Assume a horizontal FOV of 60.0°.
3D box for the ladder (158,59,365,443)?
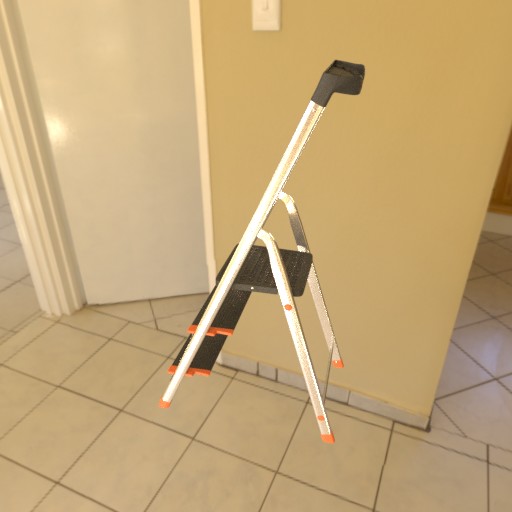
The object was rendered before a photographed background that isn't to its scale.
[{"bbox_3d":[0.000,0.000,1.531,0.686,1.229,0.416,7,31,12],"label":"ladder"}]
